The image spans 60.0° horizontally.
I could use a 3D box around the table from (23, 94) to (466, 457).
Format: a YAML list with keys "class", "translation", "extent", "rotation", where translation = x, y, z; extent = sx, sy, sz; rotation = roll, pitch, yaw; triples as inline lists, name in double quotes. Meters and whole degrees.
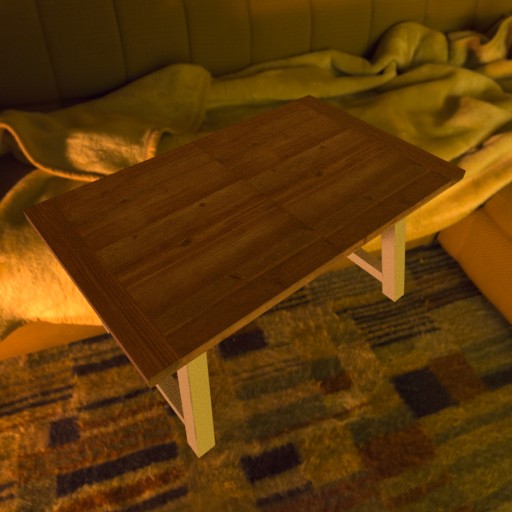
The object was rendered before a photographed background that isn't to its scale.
- class: "table"
  translation: [0.000, 0.000, 2.008]
  extent: [1.503, 0.743, 0.922]
  rotation: [-30, 52, -27]
